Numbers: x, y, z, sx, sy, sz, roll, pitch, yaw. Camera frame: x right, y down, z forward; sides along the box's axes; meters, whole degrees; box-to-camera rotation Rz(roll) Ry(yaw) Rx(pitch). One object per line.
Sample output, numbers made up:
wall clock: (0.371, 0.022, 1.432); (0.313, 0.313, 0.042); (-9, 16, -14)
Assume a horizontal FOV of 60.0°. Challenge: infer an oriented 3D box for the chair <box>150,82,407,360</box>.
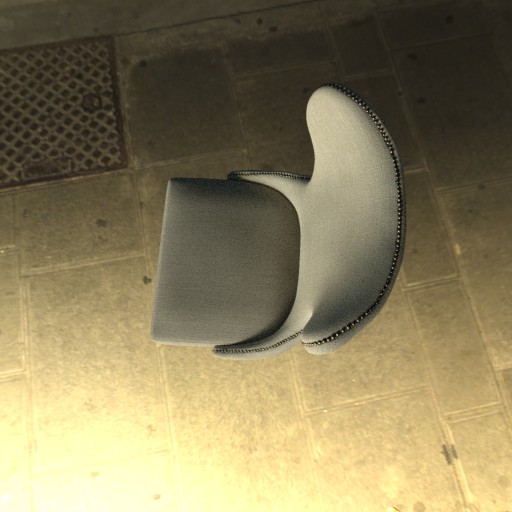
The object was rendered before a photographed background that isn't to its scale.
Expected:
chair: (0.000, 0.000, 1.374); (0.635, 0.967, 0.628); (3, 75, 1)
